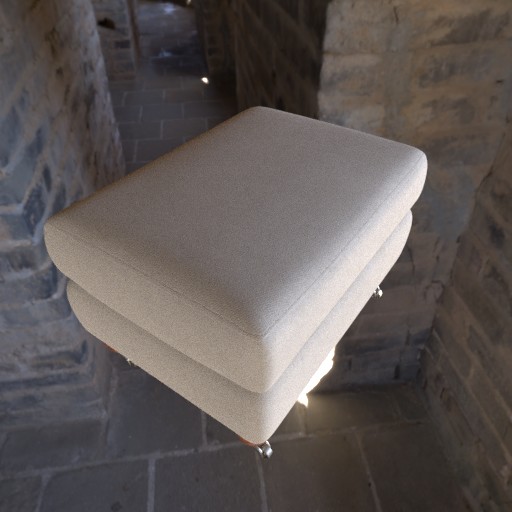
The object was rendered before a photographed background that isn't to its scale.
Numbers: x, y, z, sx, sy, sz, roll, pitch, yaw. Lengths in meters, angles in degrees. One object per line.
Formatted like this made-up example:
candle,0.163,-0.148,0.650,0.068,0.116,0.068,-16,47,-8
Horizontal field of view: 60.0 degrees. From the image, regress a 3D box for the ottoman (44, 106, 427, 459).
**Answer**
ottoman,0.000,0.000,1.131,0.569,0.504,0.773,25,46,26
